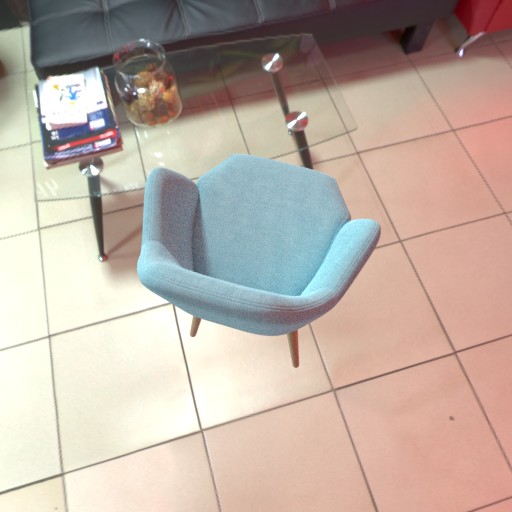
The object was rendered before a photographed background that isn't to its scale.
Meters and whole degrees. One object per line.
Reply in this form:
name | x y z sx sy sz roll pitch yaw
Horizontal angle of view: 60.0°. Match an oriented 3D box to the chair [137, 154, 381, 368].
chair | 0.000 0.000 1.252 0.590 0.840 0.610 15 65 7
